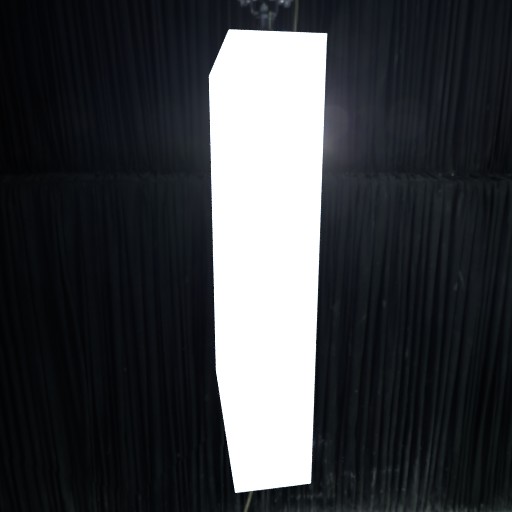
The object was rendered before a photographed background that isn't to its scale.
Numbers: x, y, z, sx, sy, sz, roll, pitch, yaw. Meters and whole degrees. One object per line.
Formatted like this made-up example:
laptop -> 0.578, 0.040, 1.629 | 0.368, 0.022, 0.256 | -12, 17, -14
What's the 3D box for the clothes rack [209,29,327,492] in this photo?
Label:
clothes rack -> 0.000, 0.000, 1.562 | 0.250, 1.280, 0.750 | -2, 14, -9
